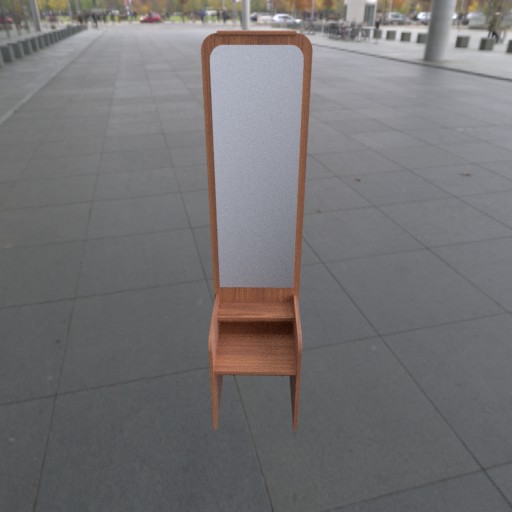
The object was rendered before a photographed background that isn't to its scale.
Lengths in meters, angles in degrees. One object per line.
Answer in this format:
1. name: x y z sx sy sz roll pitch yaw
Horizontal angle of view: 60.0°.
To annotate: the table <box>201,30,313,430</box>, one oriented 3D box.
1. table: 0.000 0.000 2.030 0.450 1.830 0.420 0 29 1
